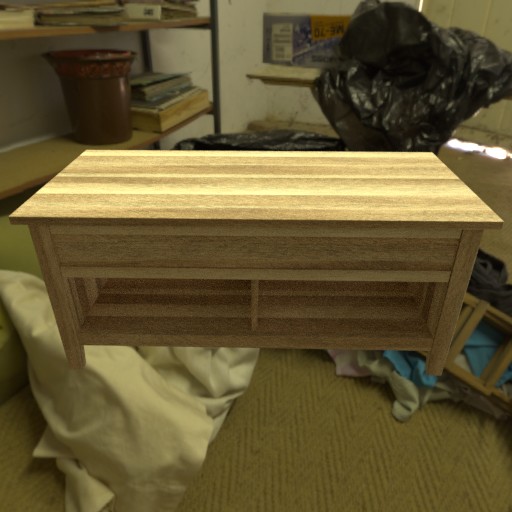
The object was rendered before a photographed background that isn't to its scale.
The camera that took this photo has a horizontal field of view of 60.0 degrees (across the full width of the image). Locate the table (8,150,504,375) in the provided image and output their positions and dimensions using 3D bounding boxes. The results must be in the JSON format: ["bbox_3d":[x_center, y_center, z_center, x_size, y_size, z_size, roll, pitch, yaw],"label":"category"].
[{"bbox_3d":[0.000,0.000,1.312,1.095,0.480,0.493,1,31,1],"label":"table"}]
